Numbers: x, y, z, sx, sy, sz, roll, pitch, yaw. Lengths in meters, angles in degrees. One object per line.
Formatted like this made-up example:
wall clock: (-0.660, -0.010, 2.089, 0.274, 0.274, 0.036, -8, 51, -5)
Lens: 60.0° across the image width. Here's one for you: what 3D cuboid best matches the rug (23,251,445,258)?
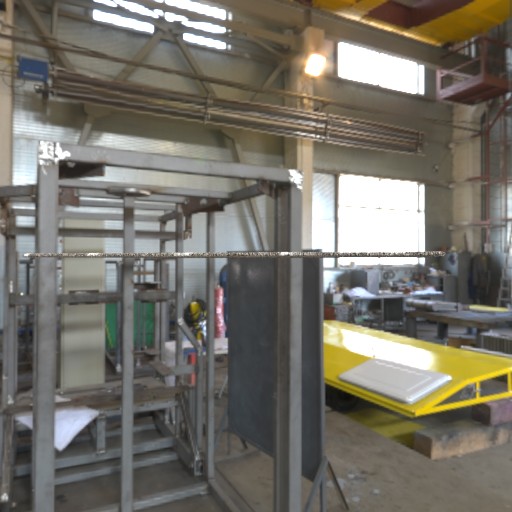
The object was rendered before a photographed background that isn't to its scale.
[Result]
rug: (0.000, 0.000, 4.123, 3.047, 0.029, 2.438, 0, 0, 18)
